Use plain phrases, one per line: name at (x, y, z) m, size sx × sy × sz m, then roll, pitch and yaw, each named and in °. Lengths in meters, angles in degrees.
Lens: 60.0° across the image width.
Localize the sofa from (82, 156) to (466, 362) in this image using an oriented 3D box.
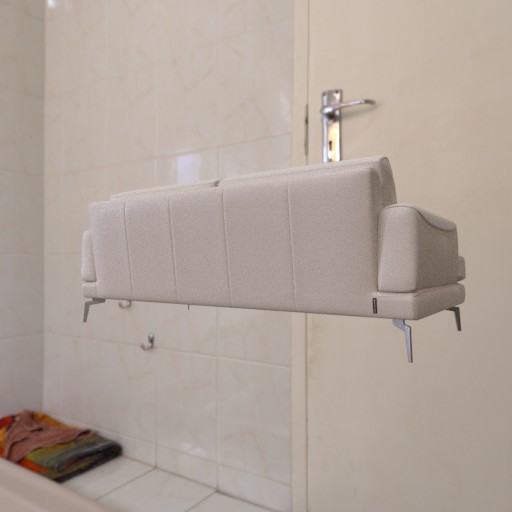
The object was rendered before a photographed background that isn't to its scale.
sofa at (0.000, 0.000, 2.400) m, size 1.940 × 0.765 × 0.974 m, roll -1°, pitch -1°, yaw 35°
